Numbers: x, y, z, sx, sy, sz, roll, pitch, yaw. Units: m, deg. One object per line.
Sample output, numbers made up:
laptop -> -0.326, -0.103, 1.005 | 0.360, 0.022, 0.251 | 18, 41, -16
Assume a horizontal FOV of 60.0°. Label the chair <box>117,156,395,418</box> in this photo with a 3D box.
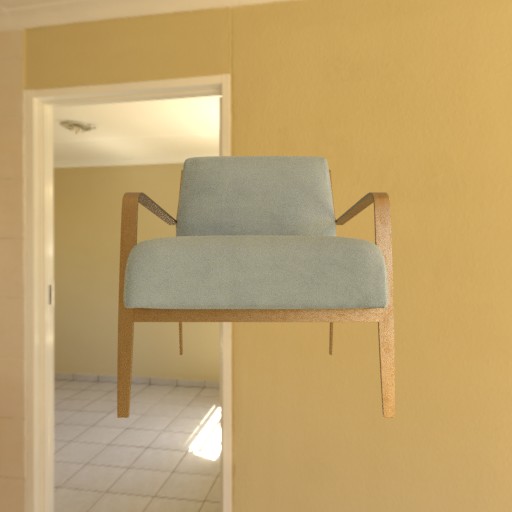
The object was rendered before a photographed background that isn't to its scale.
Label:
chair -> 0.000, 0.000, 1.456 | 0.701, 0.824, 0.842 | 0, 0, 0
